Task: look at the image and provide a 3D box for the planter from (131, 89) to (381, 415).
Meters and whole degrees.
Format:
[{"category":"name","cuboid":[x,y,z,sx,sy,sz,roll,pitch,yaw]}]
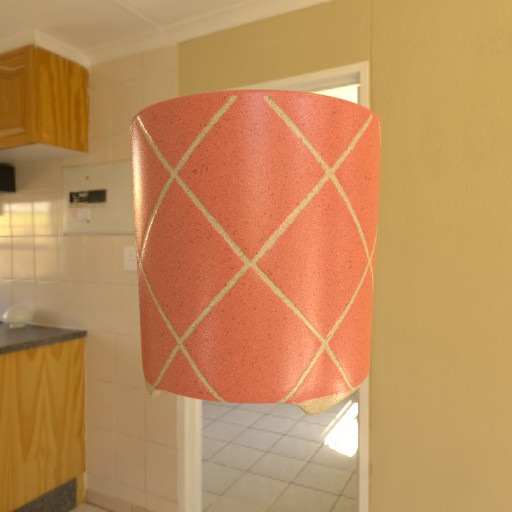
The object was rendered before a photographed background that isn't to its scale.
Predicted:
[{"category":"planter","cuboid":[0.000,0.000,0.419,0.227,0.235,0.227,0,1,0]}]
